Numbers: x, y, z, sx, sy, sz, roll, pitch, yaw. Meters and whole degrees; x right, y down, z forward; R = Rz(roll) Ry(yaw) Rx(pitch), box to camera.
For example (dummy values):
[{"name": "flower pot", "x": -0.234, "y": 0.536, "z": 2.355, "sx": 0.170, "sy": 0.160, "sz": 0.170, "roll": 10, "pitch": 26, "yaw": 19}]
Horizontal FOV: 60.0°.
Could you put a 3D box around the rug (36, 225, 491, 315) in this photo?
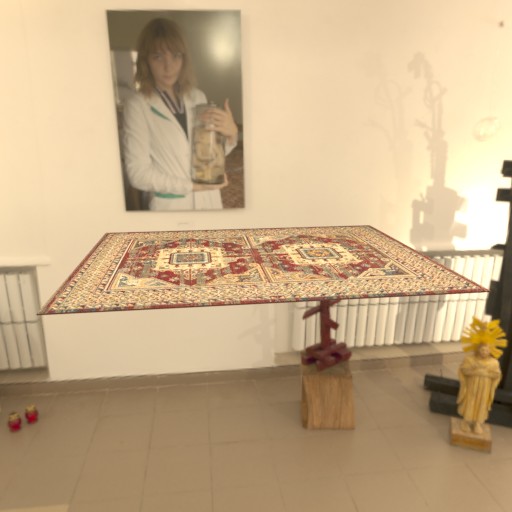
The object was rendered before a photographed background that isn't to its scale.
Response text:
[{"name": "rug", "x": 0.000, "y": 0.000, "z": 4.215, "sx": 3.197, "sy": 0.013, "sz": 2.381, "roll": -2, "pitch": 16, "yaw": -7}]
